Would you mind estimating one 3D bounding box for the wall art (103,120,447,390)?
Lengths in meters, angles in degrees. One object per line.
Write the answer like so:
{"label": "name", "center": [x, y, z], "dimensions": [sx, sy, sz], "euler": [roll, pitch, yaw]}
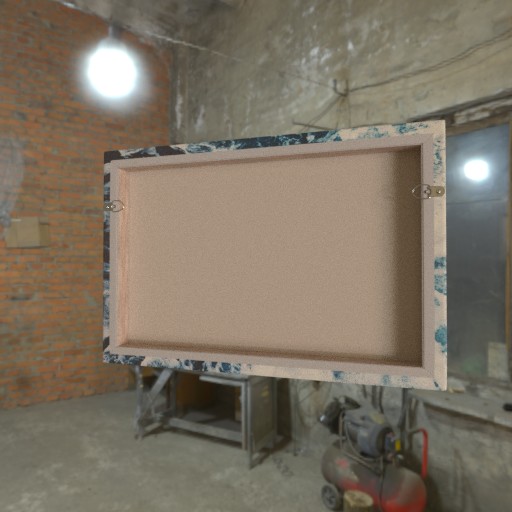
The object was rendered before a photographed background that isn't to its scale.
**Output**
{"label": "wall art", "center": [0.000, 0.000, 0.773], "dimensions": [0.609, 0.407, 0.043], "euler": [0, -1, 18]}
